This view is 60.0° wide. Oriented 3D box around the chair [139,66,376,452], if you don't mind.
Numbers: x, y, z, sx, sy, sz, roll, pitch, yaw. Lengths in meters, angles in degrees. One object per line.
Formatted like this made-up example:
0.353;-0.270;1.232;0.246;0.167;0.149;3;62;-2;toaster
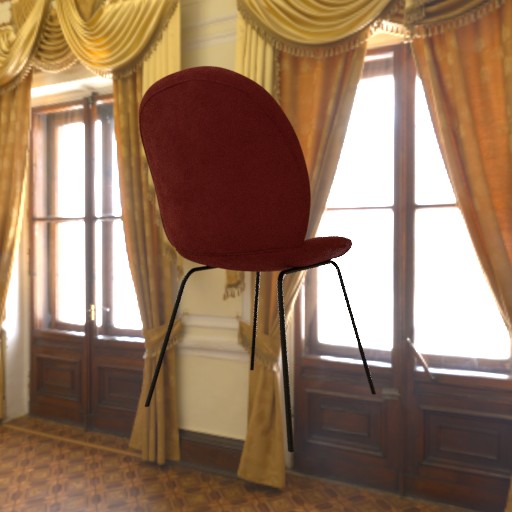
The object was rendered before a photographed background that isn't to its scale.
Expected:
0.000;0.000;1.176;0.458;0.791;0.587;0;1;36;chair
